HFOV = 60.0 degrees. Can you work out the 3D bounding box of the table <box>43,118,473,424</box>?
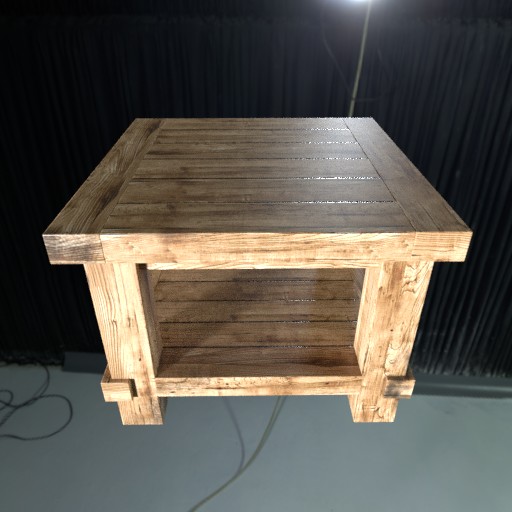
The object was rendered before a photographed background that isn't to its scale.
[{"bbox_3d":[0.000,0.000,1.006,0.610,0.457,0.610,0,32,-1],"label":"table"}]
